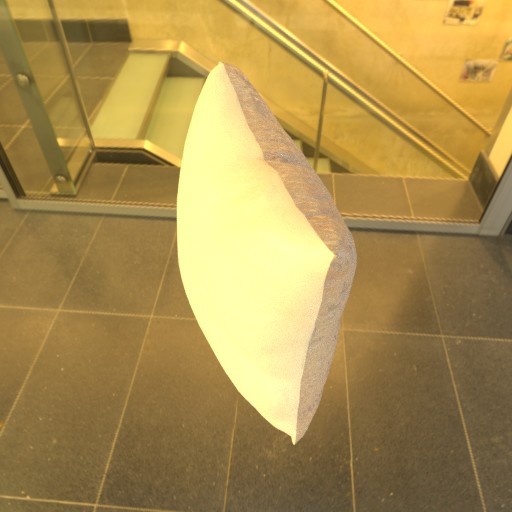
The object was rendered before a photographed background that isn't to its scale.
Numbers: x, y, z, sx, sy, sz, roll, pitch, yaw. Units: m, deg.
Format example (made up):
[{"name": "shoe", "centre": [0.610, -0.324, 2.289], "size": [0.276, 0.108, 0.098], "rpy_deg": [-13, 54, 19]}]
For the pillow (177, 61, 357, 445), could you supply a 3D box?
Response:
[{"name": "pillow", "centre": [0.000, 0.000, 0.713], "size": [0.245, 0.448, 0.450], "rpy_deg": [-11, 48, -10]}]
